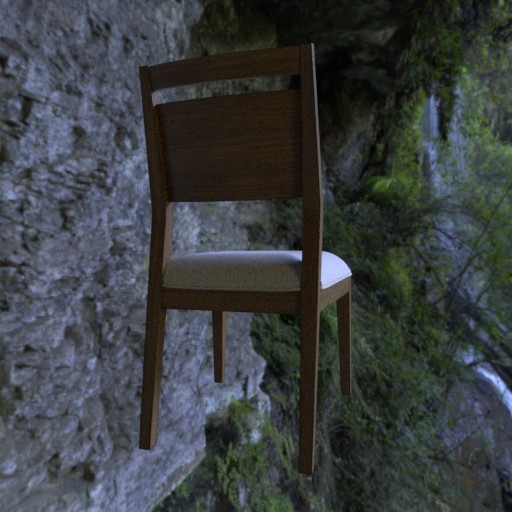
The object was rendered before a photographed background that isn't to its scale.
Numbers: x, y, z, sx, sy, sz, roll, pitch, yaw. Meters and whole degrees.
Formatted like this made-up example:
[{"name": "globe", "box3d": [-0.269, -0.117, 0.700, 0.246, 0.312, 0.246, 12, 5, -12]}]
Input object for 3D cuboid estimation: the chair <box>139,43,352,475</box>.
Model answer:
[{"name": "chair", "box3d": [0.000, 0.000, 1.286, 0.497, 0.939, 0.610, 0, 1, 17]}]
